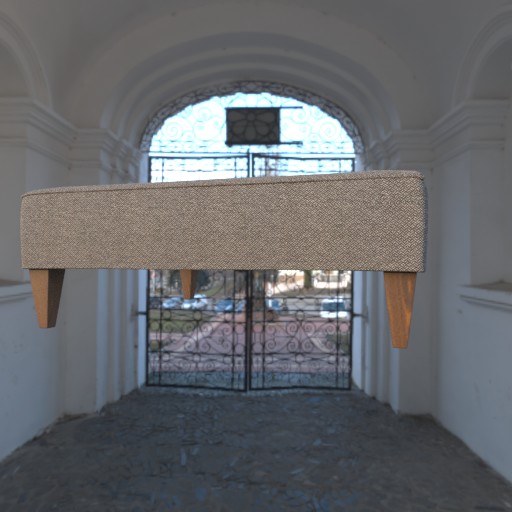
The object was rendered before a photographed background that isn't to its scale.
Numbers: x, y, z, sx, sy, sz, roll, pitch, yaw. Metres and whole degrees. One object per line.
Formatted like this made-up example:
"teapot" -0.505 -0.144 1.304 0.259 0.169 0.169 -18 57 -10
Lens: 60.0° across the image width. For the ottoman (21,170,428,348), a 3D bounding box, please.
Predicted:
"ottoman" 0.000 0.000 1.441 0.981 0.378 0.970 0 0 17
